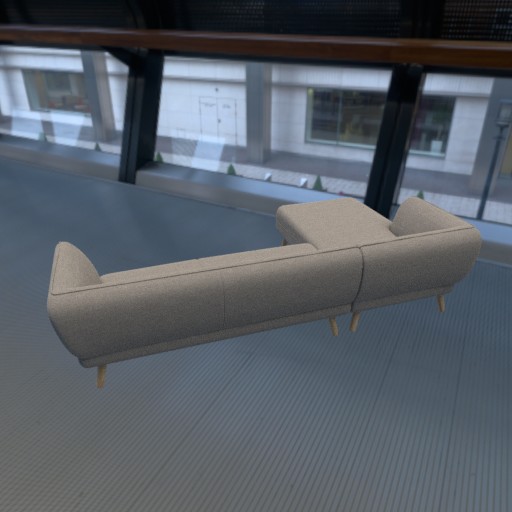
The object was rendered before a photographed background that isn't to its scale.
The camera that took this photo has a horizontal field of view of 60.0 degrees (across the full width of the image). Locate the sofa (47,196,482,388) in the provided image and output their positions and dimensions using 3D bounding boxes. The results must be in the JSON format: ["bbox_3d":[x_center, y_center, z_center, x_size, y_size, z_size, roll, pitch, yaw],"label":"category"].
[{"bbox_3d":[0.000,0.000,3.280,2.653,0.693,1.532,-9,29,-16],"label":"sofa"}]
